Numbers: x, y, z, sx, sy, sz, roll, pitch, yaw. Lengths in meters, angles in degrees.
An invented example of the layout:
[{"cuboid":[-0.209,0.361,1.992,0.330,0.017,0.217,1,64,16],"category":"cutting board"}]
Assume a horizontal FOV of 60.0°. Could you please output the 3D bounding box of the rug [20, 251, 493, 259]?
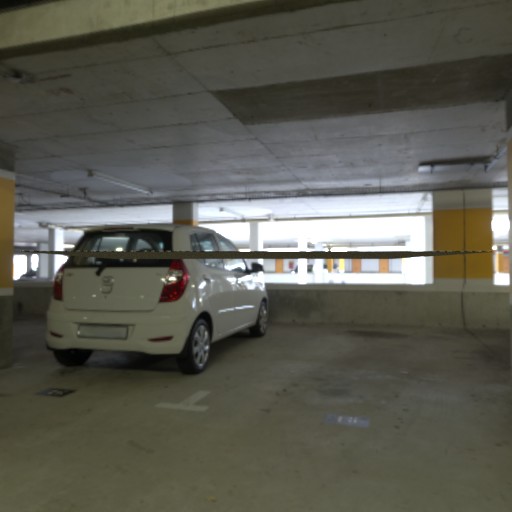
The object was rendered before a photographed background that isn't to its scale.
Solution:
[{"cuboid":[0.000,0.000,2.218,1.750,0.004,1.177,0,-2,-1],"category":"rug"}]
